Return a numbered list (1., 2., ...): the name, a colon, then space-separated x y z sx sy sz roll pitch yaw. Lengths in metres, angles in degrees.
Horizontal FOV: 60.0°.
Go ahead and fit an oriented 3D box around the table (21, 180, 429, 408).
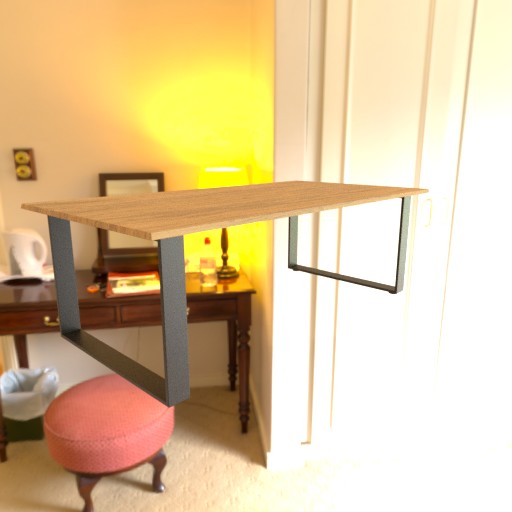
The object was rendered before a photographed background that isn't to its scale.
1. table: 0.000 0.000 1.623 0.693 0.445 1.331 13 19 42
